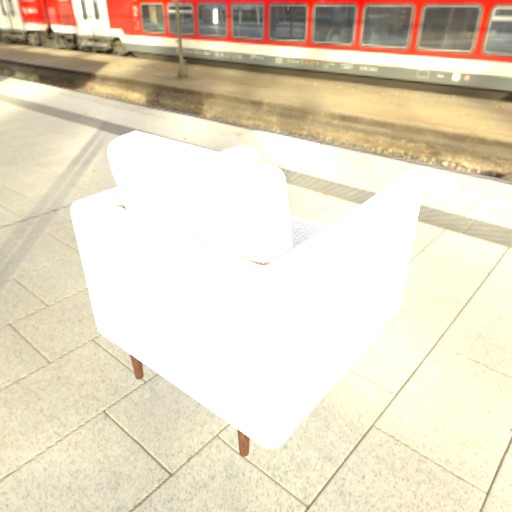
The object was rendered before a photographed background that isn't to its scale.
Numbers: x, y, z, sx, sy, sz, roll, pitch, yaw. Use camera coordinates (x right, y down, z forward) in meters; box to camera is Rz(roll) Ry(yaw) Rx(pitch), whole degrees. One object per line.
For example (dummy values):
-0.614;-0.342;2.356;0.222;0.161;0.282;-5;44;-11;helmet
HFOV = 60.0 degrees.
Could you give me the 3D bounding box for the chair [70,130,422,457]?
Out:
0.000;0.000;1.565;0.831;0.899;0.879;22;37;33;chair
